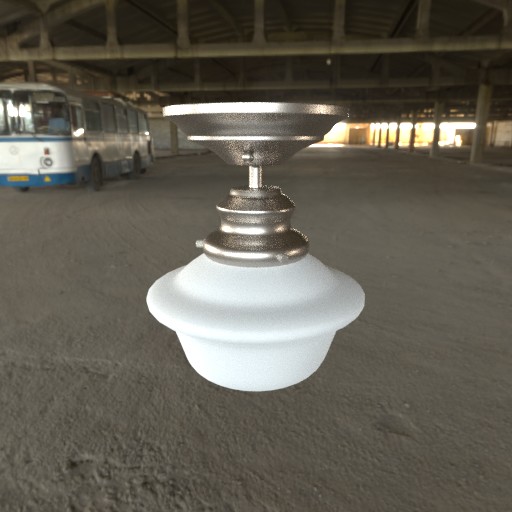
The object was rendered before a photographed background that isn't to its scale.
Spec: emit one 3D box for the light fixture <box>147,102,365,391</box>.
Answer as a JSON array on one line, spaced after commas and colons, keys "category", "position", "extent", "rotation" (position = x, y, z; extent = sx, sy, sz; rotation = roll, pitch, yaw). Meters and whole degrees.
[{"category": "light fixture", "position": [0.000, 0.000, 0.401], "extent": [0.199, 0.254, 0.199], "rotation": [0, 15, 0]}]
